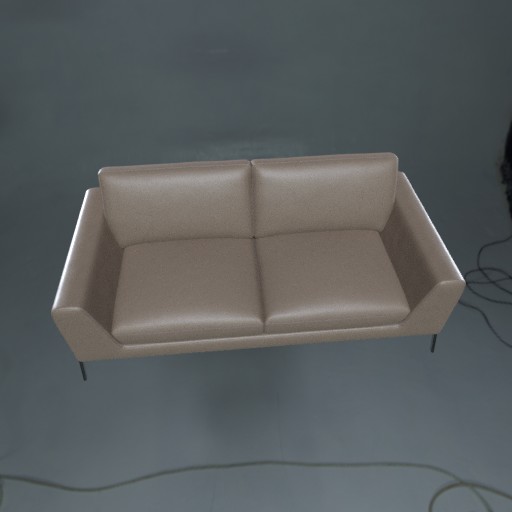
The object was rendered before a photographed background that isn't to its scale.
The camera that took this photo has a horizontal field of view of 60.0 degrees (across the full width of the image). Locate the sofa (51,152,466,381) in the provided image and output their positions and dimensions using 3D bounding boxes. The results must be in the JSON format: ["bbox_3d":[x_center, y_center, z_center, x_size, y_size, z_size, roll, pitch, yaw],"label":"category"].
[{"bbox_3d":[0.000,0.000,2.551,2.017,0.875,0.953,-4,45,-4],"label":"sofa"}]
